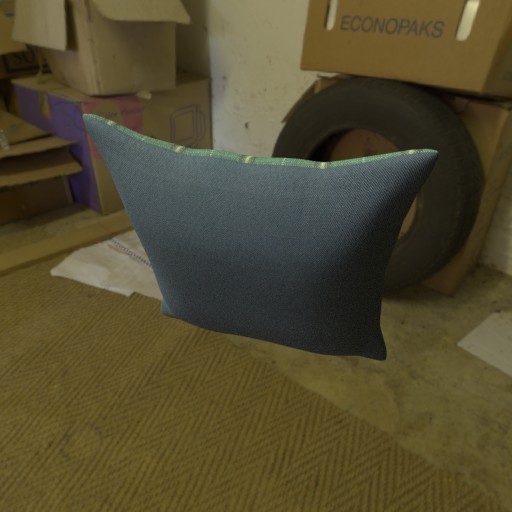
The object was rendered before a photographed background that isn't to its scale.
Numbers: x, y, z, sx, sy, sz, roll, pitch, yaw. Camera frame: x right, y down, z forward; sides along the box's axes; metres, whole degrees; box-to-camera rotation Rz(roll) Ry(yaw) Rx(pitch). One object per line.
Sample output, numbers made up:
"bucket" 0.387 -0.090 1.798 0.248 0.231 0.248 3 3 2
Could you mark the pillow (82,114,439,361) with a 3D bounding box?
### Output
"pillow" 0.000 0.000 0.695 0.453 0.430 0.200 10 34 16
